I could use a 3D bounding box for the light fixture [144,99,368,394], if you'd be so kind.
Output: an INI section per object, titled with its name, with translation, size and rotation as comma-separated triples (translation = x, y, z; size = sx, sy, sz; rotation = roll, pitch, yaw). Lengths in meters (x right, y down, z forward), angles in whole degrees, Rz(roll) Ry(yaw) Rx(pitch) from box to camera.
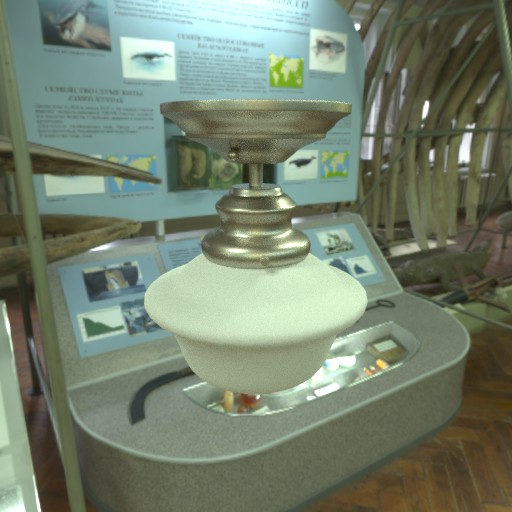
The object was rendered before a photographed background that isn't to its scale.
[light fixture]
translation = 0.000, 0.000, 0.393
size = 0.199, 0.254, 0.199
rotation = 0, 16, 0
